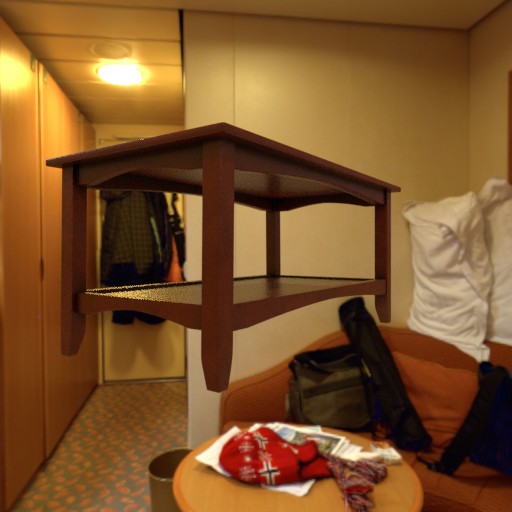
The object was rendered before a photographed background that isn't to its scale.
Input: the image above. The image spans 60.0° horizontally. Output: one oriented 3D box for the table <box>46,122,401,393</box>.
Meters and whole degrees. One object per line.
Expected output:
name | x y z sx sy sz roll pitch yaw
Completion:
table | 0.000 0.000 1.263 0.533 0.456 0.943 1 1 35
